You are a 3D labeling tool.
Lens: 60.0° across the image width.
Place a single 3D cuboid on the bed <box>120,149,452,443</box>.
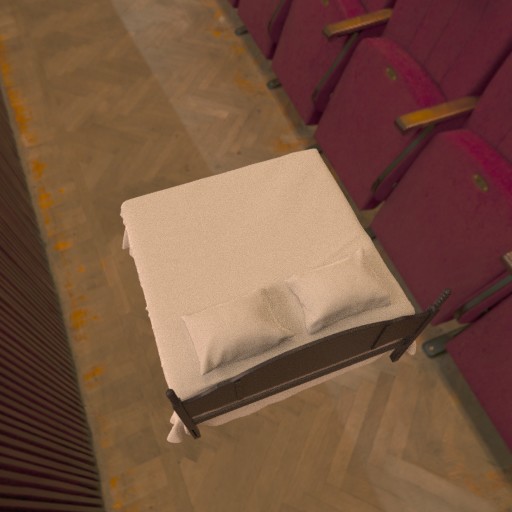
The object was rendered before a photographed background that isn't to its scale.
[{"bbox_3d":[0.000,0.000,3.799,2.322,1.355,2.219,-18,60,-11],"label":"bed"}]
